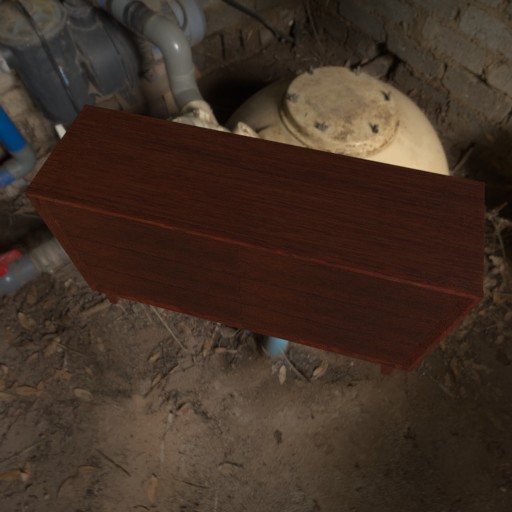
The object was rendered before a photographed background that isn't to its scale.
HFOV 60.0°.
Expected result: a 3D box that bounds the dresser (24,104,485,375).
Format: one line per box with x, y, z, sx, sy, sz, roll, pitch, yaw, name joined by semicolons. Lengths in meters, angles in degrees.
0.000;0.000;2.032;1.609;0.971;0.499;13;60;8;dresser
